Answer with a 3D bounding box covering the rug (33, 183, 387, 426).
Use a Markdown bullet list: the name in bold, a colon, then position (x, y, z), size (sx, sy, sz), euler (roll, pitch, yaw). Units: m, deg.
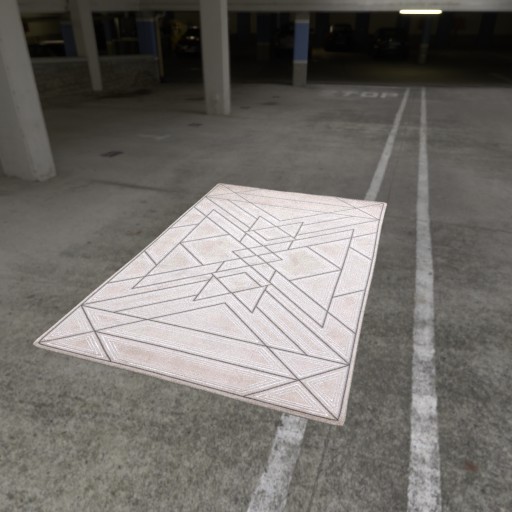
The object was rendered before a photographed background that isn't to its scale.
- **rug**: position (0.000, 0.000, 3.030), size (1.575, 0.023, 2.459), euler (9, 31, 16)
